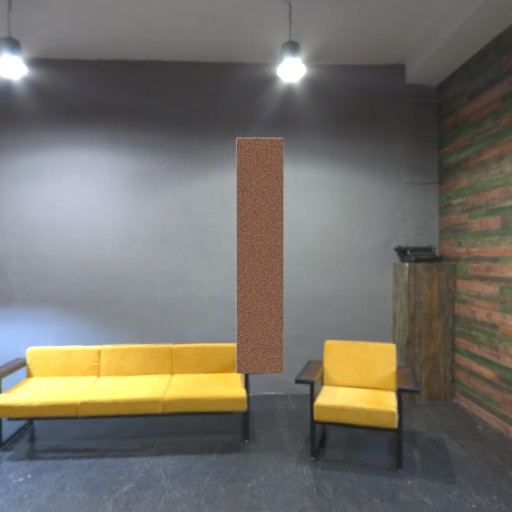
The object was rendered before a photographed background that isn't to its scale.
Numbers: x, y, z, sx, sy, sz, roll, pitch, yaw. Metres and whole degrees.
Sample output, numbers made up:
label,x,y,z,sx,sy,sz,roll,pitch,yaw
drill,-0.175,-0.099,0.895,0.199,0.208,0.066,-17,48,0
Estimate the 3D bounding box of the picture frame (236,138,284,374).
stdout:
label,x,y,z,sx,sy,sz,roll,pitch,yaw
picture frame,0.000,0.000,0.849,0.050,0.250,0.759,0,0,-1
